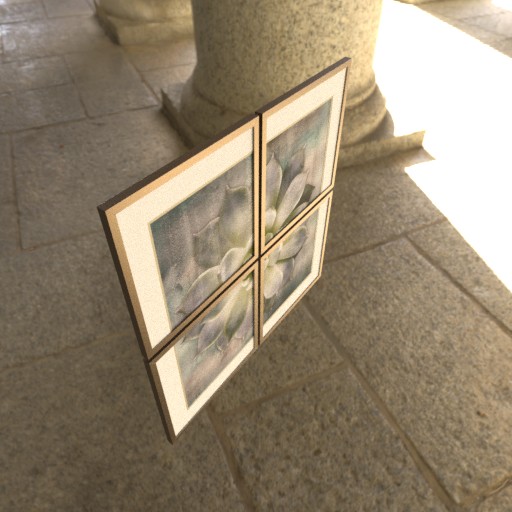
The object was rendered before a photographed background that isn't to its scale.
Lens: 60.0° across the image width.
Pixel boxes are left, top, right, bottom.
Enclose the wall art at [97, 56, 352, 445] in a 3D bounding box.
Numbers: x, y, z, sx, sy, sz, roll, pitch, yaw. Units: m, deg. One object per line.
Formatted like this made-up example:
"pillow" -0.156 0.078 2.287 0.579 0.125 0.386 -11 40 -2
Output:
"wall art" 0.000 0.000 1.521 0.030 1.032 1.032 27 49 26
